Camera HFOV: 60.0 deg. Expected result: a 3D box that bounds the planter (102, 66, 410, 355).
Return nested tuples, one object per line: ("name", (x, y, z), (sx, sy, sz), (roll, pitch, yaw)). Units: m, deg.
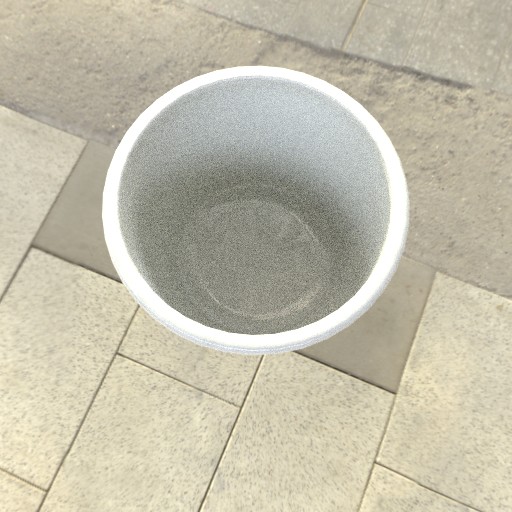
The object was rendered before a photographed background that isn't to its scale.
("planter", (0.000, 0.000, 0.573), (0.265, 0.404, 0.265), (20, 76, 5))
